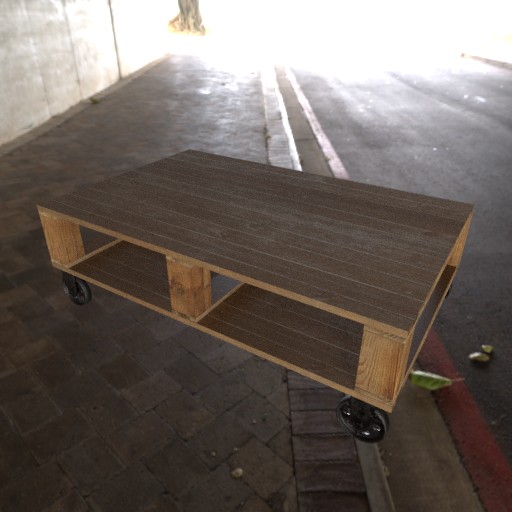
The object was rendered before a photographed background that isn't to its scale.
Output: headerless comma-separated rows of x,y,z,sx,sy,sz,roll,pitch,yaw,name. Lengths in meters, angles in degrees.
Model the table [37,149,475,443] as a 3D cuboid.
0.000,0.000,1.658,1.299,0.413,0.827,17,34,28,table
